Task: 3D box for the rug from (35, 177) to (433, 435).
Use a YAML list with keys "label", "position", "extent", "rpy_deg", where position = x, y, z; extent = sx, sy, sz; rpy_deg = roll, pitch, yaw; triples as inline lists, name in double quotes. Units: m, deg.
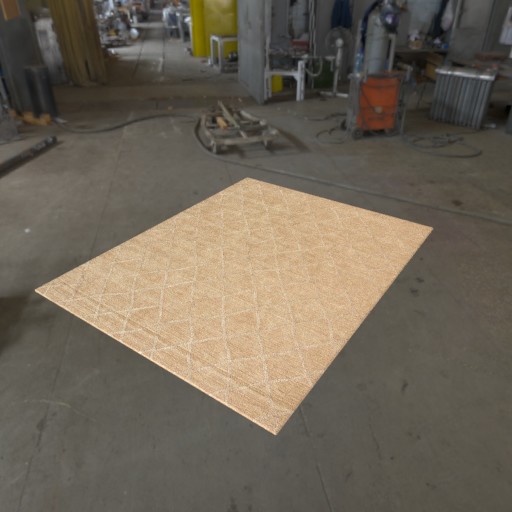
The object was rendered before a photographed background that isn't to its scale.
- label: "rug"
  position: [0.000, 0.000, 4.195]
  extent: [2.420, 0.019, 3.039]
  rpy_deg: [20, 37, 29]
